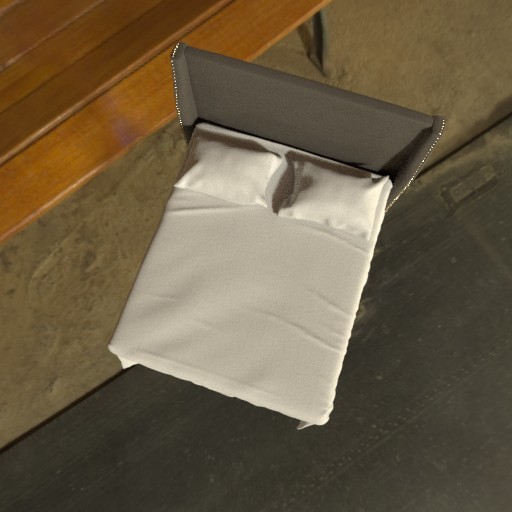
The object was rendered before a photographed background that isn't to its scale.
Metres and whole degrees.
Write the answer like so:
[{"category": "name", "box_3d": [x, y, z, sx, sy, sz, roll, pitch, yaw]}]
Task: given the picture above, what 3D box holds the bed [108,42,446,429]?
[{"category": "bed", "box_3d": [0.000, 0.000, 3.347, 1.925, 1.332, 2.276, 18, 77, 4]}]
